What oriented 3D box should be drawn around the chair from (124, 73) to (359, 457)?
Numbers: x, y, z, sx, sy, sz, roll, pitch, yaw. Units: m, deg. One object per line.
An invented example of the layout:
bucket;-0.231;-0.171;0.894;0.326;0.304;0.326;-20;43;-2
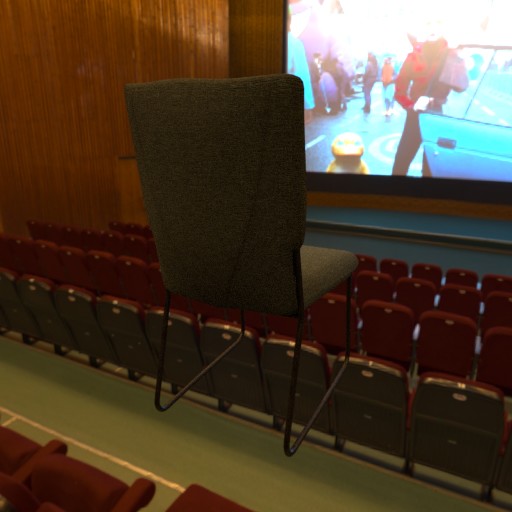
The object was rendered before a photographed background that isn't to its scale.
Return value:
chair;0.000;0.000;1.296;0.480;0.931;0.635;8;19;25
